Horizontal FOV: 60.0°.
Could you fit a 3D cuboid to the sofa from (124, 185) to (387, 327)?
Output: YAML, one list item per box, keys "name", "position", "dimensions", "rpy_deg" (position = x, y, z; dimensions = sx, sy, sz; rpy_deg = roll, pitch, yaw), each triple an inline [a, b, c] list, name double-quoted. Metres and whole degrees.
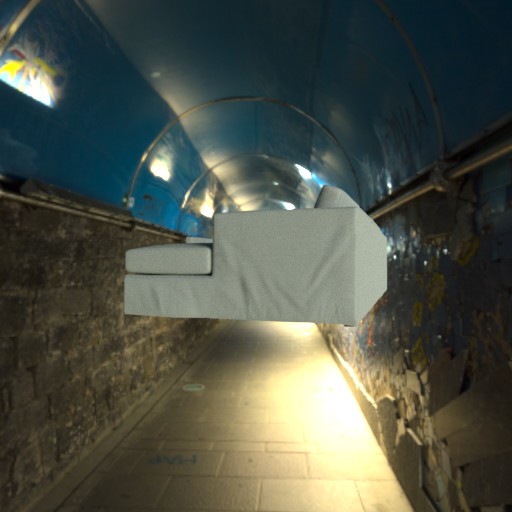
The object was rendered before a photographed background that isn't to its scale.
- name: "sofa"
  position: [0.000, 0.000, 4.551]
  dimensions: [2.427, 0.882, 3.460]
  rpy_deg: [0, -1, 19]
